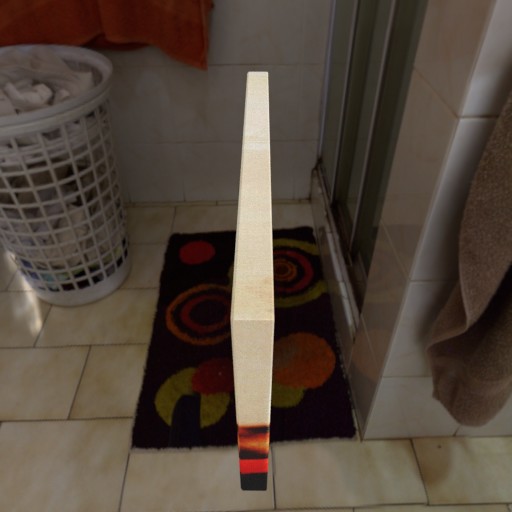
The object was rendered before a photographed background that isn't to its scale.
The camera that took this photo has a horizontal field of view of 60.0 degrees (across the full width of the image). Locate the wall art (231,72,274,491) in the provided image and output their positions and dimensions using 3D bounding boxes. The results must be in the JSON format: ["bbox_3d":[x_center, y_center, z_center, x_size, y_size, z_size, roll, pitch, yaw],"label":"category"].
[{"bbox_3d":[0.000,0.000,0.762,0.040,0.402,0.613,0,42,0],"label":"wall art"}]
